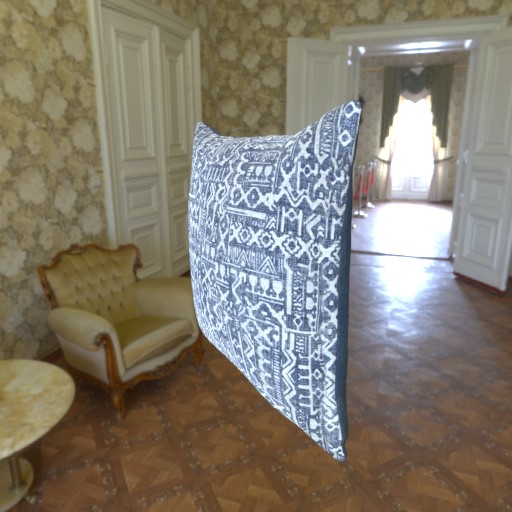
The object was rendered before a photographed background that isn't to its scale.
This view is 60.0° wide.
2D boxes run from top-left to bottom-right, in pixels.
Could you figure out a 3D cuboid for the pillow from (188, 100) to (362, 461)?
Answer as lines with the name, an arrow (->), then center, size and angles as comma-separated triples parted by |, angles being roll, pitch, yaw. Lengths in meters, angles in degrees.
pillow -> 0.000, 0.000, 0.793 | 0.180, 0.487, 0.546 | -7, 16, -26
